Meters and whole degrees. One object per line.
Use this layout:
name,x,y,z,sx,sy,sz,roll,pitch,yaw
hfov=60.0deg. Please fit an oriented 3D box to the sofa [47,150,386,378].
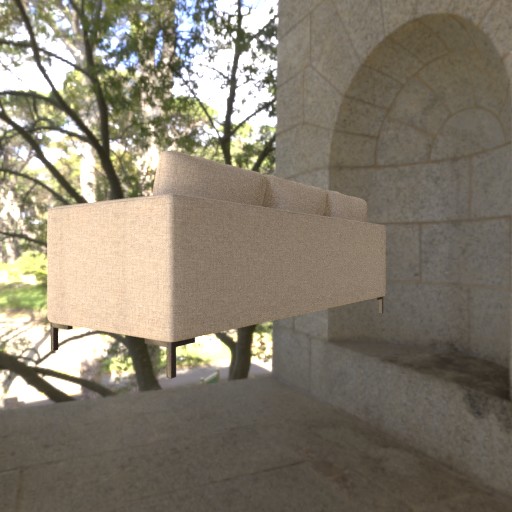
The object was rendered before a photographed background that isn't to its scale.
sofa,0.000,0.000,2.719,0.859,0.874,2.218,0,0,36
